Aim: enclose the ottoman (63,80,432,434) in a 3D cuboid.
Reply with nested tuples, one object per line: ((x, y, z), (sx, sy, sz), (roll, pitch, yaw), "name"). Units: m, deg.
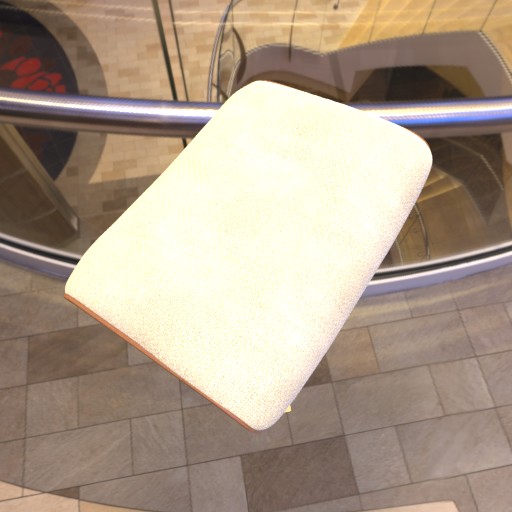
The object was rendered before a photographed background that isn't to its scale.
((0.000, 0.000, 0.810), (0.394, 0.391, 0.520), (31, 69, 14), "ottoman")
